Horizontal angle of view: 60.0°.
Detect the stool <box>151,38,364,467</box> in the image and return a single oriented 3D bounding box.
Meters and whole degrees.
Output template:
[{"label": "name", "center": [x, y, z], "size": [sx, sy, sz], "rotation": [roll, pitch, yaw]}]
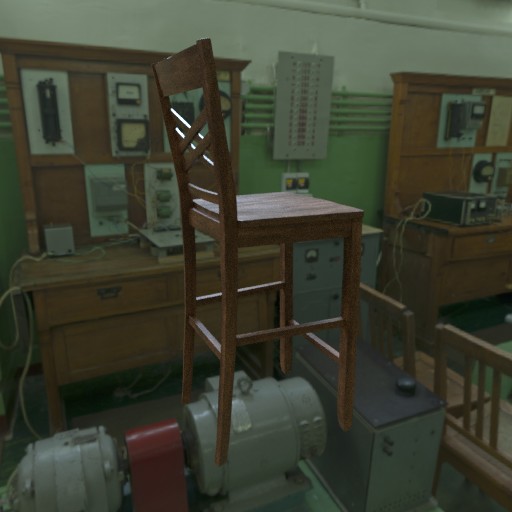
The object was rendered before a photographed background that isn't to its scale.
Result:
[{"label": "stool", "center": [0.000, 0.000, 1.345], "size": [0.487, 1.105, 0.433], "rotation": [-8, 18, -25]}]
